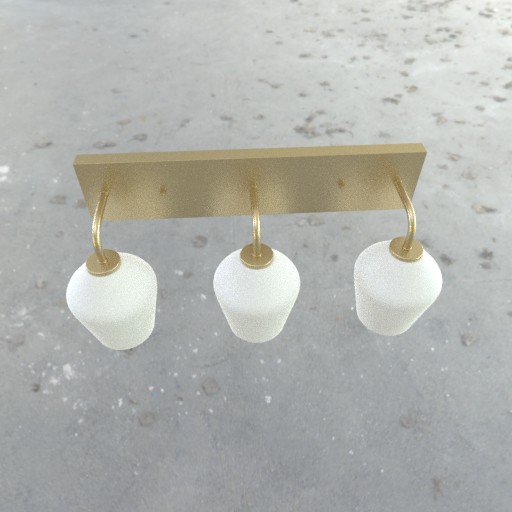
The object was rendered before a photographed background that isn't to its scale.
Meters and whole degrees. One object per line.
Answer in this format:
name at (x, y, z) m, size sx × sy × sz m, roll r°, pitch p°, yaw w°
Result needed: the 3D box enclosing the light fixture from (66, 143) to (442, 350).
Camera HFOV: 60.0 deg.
light fixture at (0.000, 0.000, 0.718) m, size 0.609 × 0.280 × 0.190 m, roll -3°, pitch 46°, yaw -2°
